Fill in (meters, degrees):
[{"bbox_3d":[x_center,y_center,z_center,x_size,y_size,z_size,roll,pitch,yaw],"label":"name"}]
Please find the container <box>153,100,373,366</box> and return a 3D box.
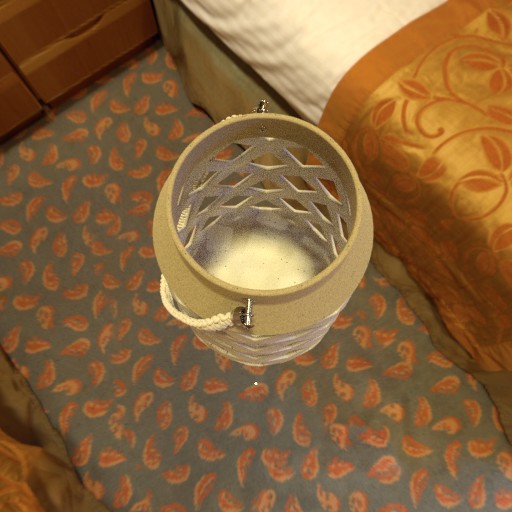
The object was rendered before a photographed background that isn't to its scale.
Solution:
[{"bbox_3d":[0.000,0.000,0.406,0.198,0.264,0.188,4,74,1],"label":"container"}]
